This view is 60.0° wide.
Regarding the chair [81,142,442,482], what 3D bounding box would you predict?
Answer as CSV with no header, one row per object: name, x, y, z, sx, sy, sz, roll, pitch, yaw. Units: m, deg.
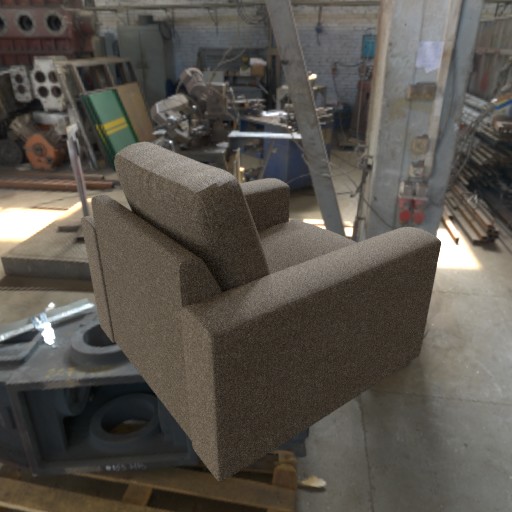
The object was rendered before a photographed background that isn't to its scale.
chair,0.000,0.000,1.743,1.016,0.873,1.005,-18,31,-33
